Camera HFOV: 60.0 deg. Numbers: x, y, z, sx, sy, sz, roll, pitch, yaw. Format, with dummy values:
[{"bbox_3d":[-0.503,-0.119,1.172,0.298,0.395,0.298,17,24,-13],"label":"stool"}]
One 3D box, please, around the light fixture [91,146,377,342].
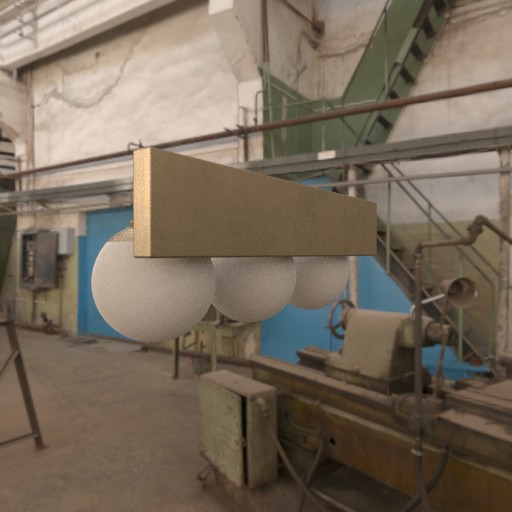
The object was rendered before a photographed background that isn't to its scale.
[{"bbox_3d":[0.000,0.000,0.877,0.218,0.263,0.721,0,0,36],"label":"light fixture"}]
